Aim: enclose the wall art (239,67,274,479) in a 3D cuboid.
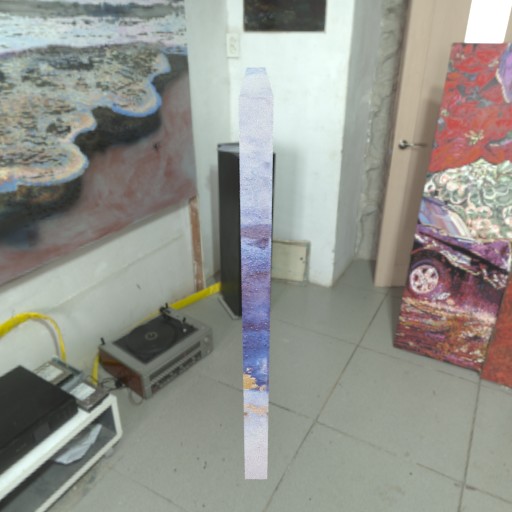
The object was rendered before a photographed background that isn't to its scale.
[{"bbox_3d":[0.000,0.000,0.774,0.036,0.581,0.437,0,27,0],"label":"wall art"}]
